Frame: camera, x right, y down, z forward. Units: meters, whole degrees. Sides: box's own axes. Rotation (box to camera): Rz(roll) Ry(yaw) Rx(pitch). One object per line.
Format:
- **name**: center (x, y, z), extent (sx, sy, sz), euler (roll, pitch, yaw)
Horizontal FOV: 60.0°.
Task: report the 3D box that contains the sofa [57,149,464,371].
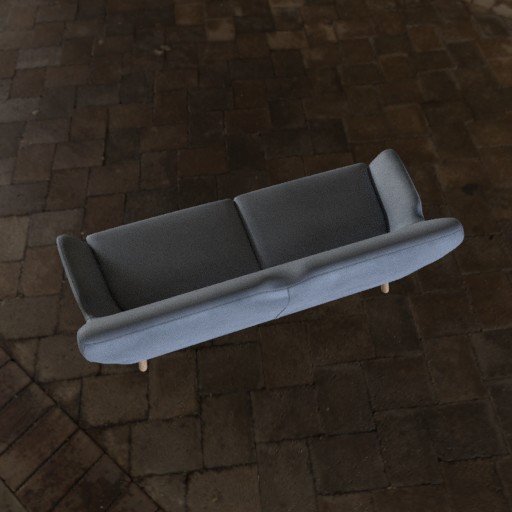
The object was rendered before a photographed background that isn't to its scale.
- **sofa**: center (0.000, 0.000, 2.319), extent (1.870, 0.810, 0.850), euler (-16, 60, -10)
